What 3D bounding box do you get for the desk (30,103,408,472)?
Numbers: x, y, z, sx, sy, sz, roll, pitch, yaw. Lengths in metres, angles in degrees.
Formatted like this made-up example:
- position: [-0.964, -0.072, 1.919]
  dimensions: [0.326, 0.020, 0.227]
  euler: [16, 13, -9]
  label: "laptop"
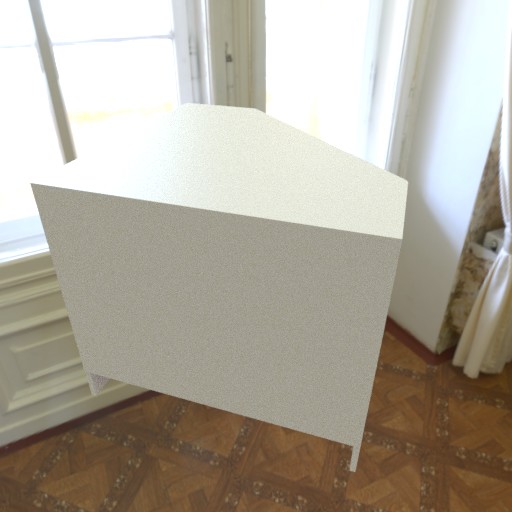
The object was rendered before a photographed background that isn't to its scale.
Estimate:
- position: [0.000, 0.000, 1.624]
  dimensions: [0.940, 0.818, 0.926]
  euler: [10, 33, 15]
  label: "desk"
